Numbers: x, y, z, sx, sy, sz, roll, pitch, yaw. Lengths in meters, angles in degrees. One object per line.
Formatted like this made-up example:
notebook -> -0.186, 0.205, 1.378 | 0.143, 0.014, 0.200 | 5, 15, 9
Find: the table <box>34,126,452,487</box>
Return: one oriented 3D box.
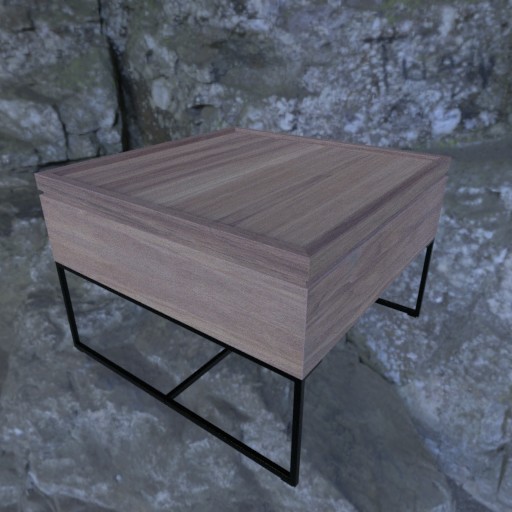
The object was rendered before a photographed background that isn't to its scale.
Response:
table -> 0.000, 0.000, 1.110 | 0.676, 0.464, 0.679 | 18, 32, 32
